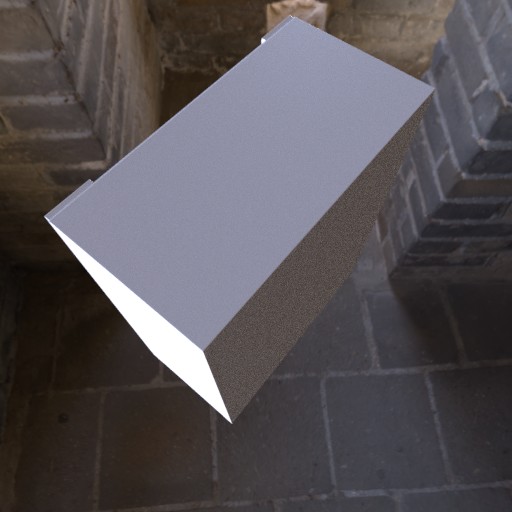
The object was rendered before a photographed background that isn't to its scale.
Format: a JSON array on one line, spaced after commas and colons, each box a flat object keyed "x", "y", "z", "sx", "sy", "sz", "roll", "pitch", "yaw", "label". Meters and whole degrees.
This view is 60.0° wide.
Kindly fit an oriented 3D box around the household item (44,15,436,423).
[{"x": 0.000, "y": 0.000, "z": 1.387, "sx": 0.420, "sy": 1.010, "sz": 0.790, "roll": 36, "pitch": 68, "yaw": 17, "label": "household item"}]
